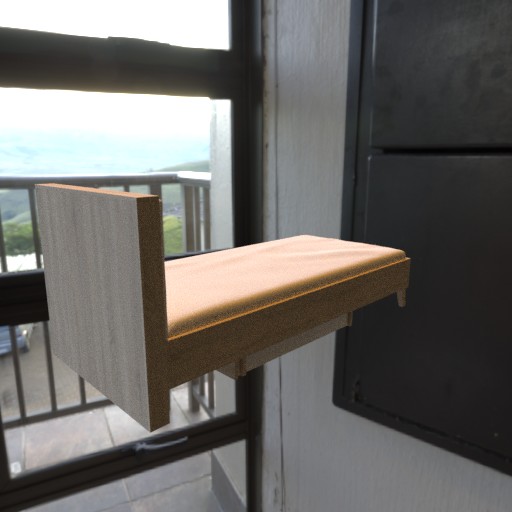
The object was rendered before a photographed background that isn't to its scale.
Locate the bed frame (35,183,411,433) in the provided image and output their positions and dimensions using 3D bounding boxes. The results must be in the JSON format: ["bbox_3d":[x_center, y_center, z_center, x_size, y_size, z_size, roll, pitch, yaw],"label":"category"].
[{"bbox_3d":[0.000,0.000,2.713,2.140,0.920,0.990,-12,18,-43],"label":"bed frame"}]
